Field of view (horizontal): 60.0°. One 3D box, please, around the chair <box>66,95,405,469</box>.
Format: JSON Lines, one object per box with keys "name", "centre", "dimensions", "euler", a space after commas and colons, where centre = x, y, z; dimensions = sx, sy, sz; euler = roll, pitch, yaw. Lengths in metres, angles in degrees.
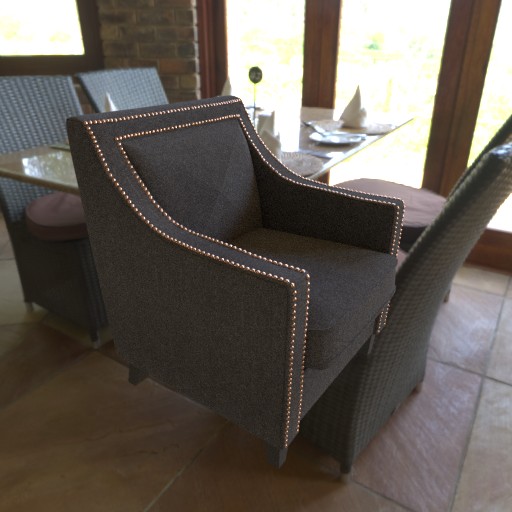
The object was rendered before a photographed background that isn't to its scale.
{"name": "chair", "centre": [0.000, 0.000, 1.562], "dimensions": [0.884, 0.967, 0.776], "euler": [17, 31, 32]}
